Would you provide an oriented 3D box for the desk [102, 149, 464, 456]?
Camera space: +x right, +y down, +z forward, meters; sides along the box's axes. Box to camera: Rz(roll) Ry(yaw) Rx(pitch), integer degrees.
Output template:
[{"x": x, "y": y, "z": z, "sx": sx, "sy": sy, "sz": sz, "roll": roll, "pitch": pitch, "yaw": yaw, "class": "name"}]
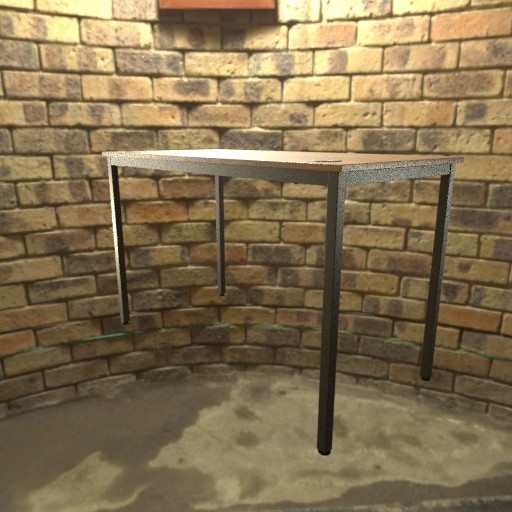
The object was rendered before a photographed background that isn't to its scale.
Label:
[{"x": 0.000, "y": 0.000, "z": 1.659, "sx": 0.600, "sy": 0.749, "sz": 1.200, "roll": -13, "pitch": 20, "yaw": -41, "class": "desk"}]
